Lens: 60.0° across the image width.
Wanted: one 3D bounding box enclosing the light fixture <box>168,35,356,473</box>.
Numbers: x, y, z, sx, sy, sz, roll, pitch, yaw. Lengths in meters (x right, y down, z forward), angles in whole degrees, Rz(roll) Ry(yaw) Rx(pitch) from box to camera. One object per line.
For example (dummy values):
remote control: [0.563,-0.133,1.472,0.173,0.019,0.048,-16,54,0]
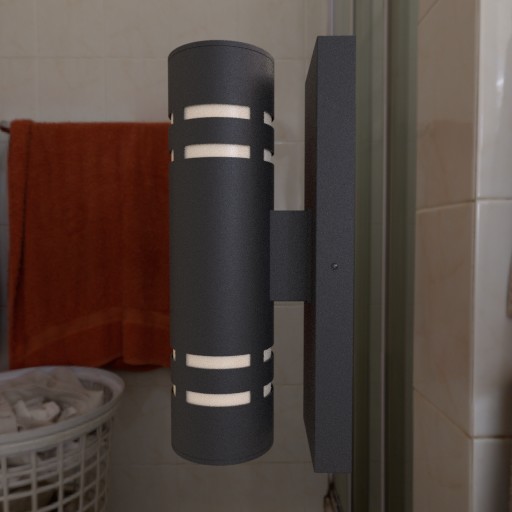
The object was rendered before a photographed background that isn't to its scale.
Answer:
light fixture: [0.000,0.000,0.386,0.149,0.330,0.105,0,3,1]
